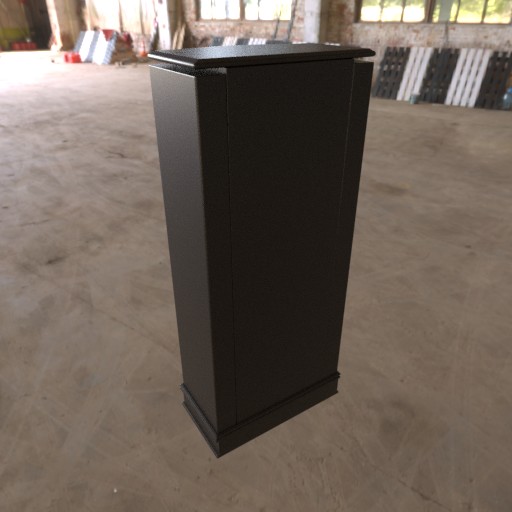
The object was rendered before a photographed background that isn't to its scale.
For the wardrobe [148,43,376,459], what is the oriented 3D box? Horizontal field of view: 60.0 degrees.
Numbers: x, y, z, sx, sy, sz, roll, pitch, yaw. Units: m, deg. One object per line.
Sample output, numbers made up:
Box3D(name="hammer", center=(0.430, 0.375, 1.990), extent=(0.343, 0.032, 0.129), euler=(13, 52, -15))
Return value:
Box3D(name="wardrobe", center=(0.000, 0.000, 1.189), extent=(0.444, 1.011, 0.295), euler=(-18, 34, -28))
